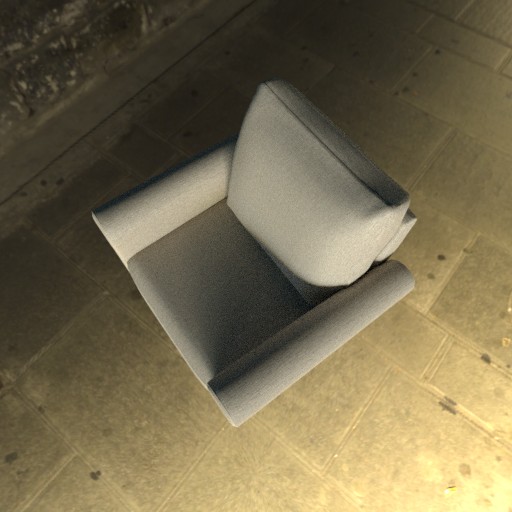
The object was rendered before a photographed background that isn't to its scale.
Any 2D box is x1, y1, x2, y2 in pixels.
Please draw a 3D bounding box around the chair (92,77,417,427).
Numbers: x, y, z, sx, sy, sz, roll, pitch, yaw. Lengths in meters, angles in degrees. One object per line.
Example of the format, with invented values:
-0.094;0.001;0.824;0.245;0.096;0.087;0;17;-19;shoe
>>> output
0.000;0.000;2.316;1.180;1.349;1.275;-33;68;-15;chair
